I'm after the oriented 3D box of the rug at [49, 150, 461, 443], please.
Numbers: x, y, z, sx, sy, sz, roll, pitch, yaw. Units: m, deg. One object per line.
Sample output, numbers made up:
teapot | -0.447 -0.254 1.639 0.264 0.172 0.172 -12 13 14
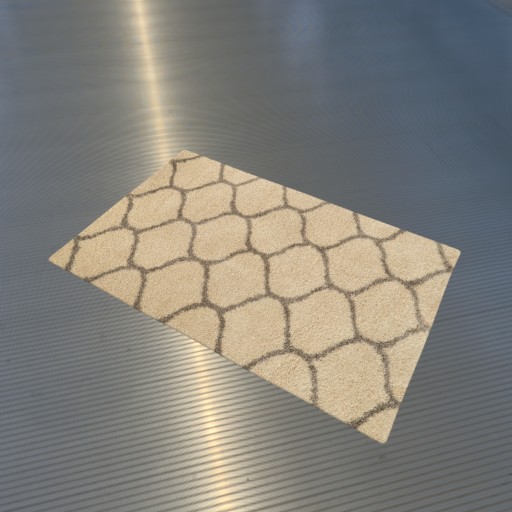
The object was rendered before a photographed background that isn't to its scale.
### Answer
rug | 0.000 0.000 2.983 2.348 0.024 1.501 24 52 20
